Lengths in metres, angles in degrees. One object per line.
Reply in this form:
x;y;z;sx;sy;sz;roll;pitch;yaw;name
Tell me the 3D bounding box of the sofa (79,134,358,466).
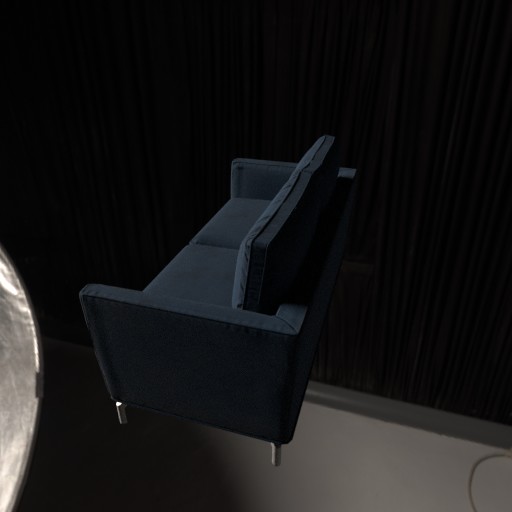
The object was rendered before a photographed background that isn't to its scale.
0.000;0.000;2.385;0.853;1.002;1.770;9;30;15;sofa
